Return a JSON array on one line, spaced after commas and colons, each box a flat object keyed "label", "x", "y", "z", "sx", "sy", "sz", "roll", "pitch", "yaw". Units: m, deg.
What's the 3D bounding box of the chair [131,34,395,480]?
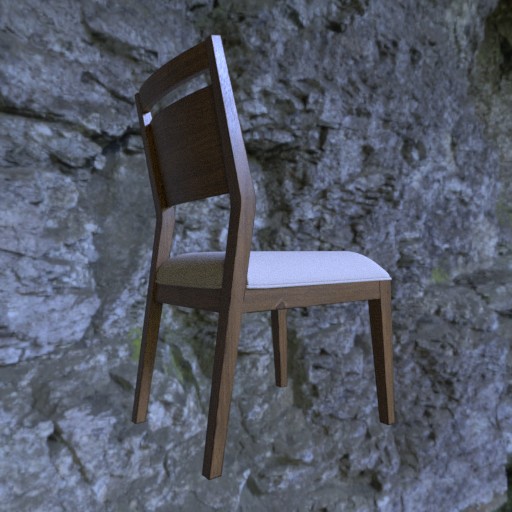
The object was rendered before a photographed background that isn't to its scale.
[{"label": "chair", "x": 0.000, "y": 0.000, "z": 1.265, "sx": 0.610, "sy": 0.939, "sz": 0.497, "roll": 1, "pitch": -1, "yaw": -37}]
